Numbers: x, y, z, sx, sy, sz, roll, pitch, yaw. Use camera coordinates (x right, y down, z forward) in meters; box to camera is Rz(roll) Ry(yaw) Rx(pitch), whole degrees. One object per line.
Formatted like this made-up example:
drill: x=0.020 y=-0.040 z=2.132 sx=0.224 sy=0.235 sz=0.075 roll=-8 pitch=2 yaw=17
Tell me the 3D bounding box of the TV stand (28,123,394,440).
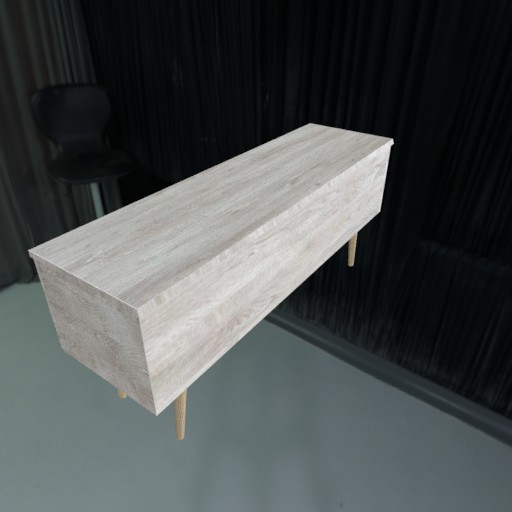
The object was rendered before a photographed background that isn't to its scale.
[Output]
TV stand: x=0.000 y=0.000 z=1.547 sx=0.401 sy=0.565 sz=1.313 roll=21 pitch=38 yaw=30
